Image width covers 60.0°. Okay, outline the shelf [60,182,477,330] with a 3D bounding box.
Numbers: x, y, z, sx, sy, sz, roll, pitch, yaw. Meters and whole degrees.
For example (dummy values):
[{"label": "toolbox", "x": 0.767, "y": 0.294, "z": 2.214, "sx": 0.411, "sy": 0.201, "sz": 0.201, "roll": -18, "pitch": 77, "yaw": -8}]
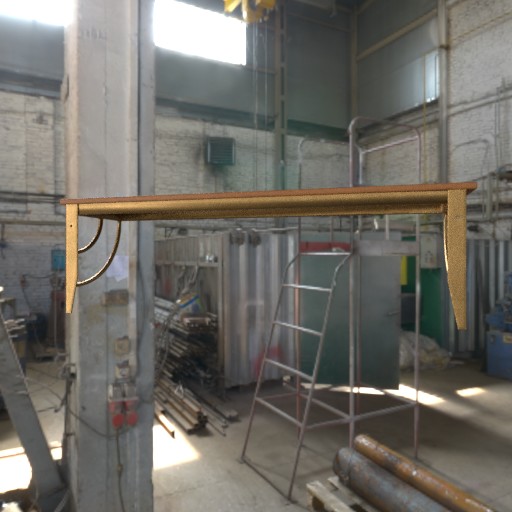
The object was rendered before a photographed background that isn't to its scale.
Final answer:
[{"label": "shelf", "x": 0.000, "y": 0.000, "z": 0.734, "sx": 0.636, "sy": 0.190, "sz": 0.166, "roll": 0, "pitch": 0, "yaw": 16}]
